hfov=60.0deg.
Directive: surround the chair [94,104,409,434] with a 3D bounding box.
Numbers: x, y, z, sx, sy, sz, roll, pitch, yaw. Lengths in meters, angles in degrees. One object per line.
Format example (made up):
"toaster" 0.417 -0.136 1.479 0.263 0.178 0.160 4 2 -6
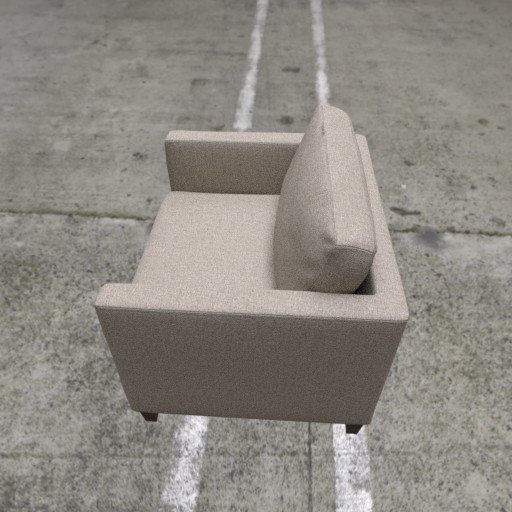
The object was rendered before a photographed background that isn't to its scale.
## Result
"chair" 0.000 0.000 1.840 0.959 0.961 1.107 2 43 3
